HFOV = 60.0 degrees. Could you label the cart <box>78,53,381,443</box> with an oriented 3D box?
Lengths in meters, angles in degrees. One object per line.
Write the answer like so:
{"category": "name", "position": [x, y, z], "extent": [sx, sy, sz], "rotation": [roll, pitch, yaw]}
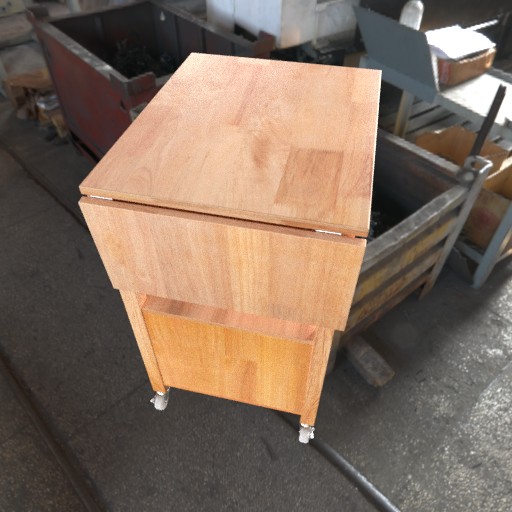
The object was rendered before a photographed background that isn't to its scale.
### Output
{"category": "cart", "position": [0.000, 0.000, 1.238], "extent": [0.508, 0.838, 0.640], "rotation": [9, 46, 9]}
